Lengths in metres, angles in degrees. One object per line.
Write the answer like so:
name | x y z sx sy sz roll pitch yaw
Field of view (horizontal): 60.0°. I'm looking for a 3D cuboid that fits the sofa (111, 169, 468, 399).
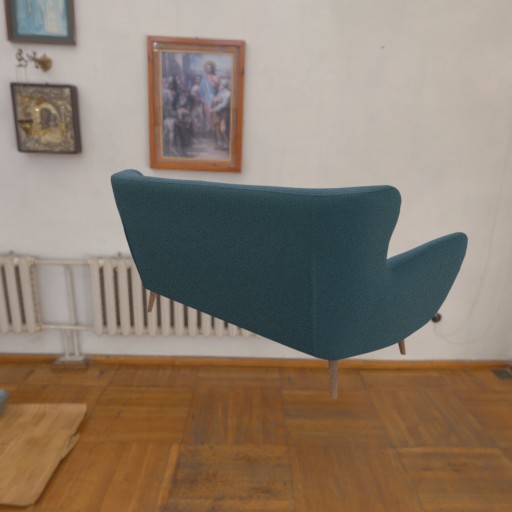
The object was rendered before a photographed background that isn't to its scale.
sofa | 0.000 0.000 2.416 1.930 0.890 0.889 13 19 43
